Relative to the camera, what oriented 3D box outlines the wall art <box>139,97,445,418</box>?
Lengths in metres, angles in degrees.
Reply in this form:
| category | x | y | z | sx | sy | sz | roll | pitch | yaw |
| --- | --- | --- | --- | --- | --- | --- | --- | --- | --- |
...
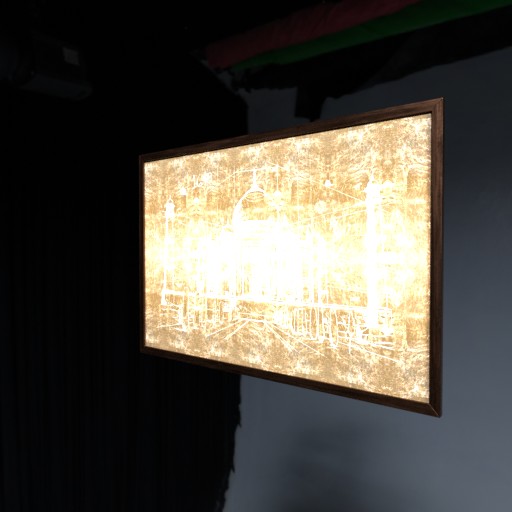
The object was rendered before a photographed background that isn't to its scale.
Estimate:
| category | x | y | z | sx | sy | sz | roll | pitch | yaw |
| --- | --- | --- | --- | --- | --- | --- | --- | --- | --- |
| wall art | 0.000 | 0.000 | 1.021 | 0.816 | 0.559 | 0.014 | 1 | 1 | 37 |
